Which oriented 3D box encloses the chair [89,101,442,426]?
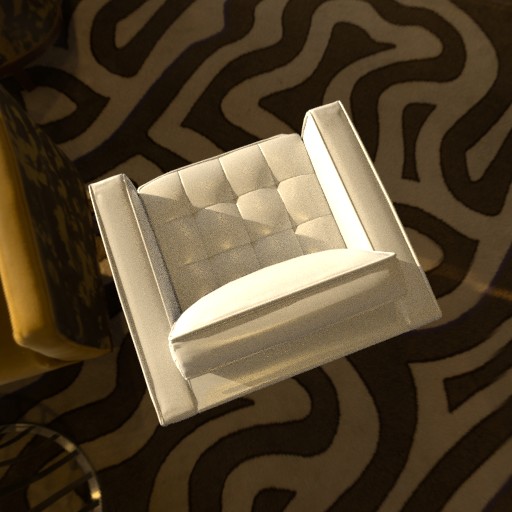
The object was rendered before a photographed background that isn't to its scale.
[{"bbox_3d":[0.000,0.000,1.555,0.928,0.773,0.843,-20,77,-5],"label":"chair"}]
